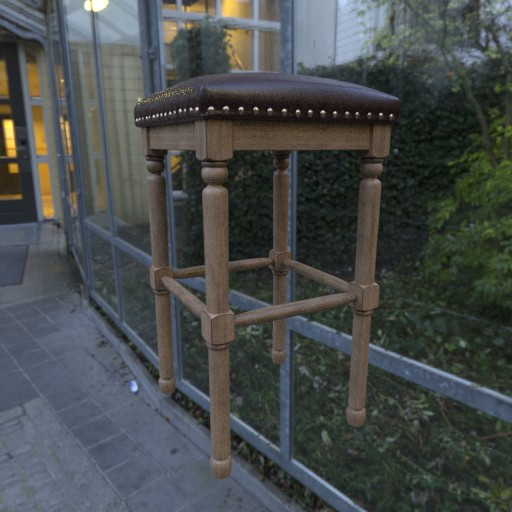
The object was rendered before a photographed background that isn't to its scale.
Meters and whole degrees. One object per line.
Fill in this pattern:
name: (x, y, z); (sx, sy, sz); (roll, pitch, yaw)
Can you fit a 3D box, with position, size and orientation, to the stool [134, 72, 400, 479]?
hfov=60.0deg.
stool: (0.000, 0.000, 0.925); (0.383, 0.702, 0.382); (-8, 16, -28)
